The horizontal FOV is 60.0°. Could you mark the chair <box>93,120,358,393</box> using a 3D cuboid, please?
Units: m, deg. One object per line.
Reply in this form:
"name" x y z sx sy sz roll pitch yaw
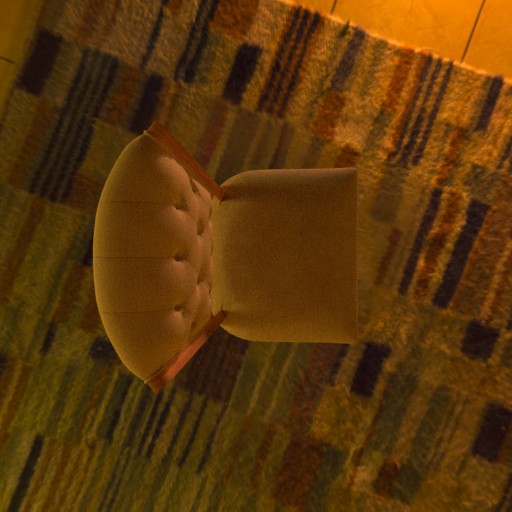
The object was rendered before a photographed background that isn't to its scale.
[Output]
"chair" 0.000 0.000 1.216 0.584 0.905 0.513 0 90 0
